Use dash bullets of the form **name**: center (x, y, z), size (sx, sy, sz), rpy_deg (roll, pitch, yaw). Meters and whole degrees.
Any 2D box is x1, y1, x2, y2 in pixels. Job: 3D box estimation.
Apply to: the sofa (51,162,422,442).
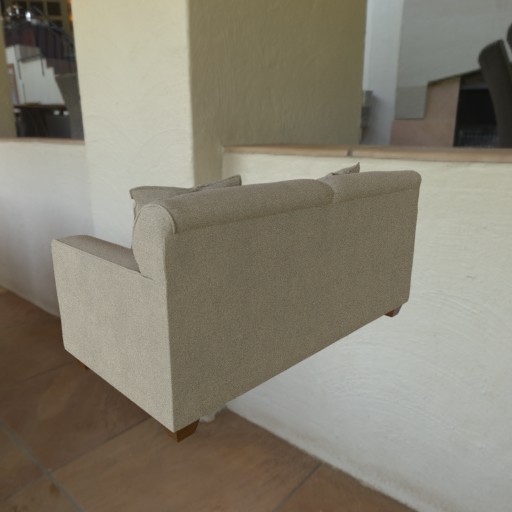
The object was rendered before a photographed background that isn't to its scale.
- **sofa**: center (0.000, 0.000, 2.437), size (0.998, 0.958, 1.846), rpy_deg (15, 21, 42)
